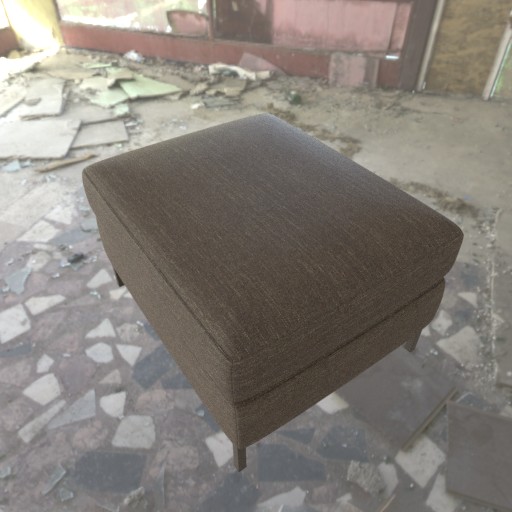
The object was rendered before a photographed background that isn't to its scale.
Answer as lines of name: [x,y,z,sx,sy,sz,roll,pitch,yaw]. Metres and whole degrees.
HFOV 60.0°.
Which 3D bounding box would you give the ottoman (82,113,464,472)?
ottoman: [0.000,0.000,1.249,0.671,0.490,0.820,-25,47,-25]
